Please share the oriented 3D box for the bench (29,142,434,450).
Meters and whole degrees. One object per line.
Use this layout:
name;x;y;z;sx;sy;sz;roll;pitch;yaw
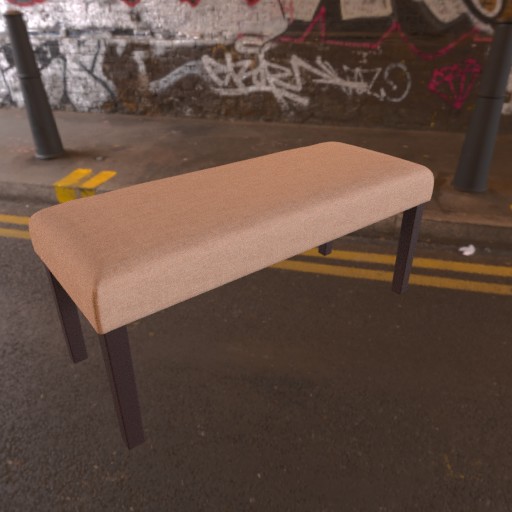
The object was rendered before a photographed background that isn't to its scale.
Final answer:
bench;0.000;0.000;1.228;1.013;0.456;0.407;-21;35;-33
